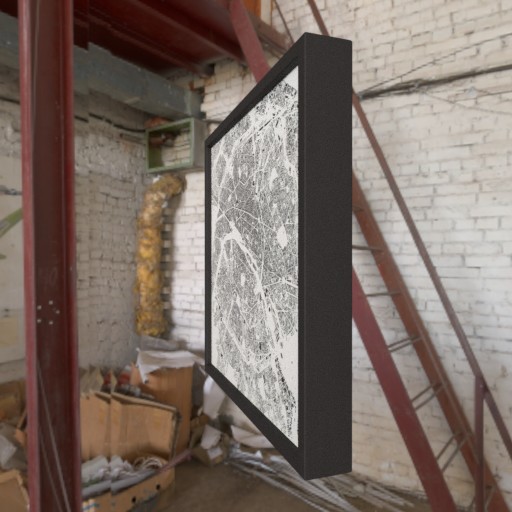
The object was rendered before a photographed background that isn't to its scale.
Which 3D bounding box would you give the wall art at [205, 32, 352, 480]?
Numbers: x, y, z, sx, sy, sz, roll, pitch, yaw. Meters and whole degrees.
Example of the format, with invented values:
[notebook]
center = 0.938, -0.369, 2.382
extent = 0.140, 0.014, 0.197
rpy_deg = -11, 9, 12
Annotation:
[wall art]
center = 0.000, 0.000, 0.450
extent = 0.037, 0.305, 0.305
rpy_deg = 0, 0, -19
